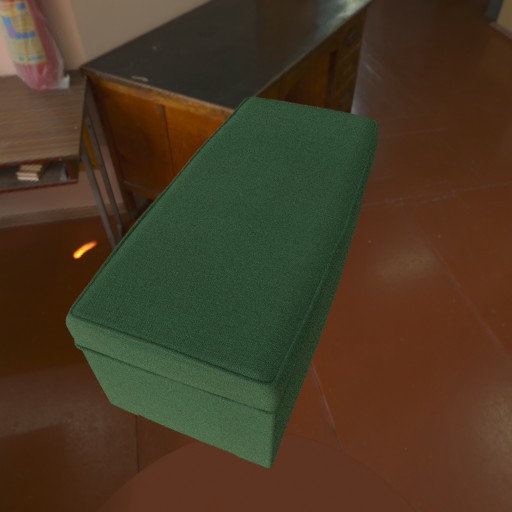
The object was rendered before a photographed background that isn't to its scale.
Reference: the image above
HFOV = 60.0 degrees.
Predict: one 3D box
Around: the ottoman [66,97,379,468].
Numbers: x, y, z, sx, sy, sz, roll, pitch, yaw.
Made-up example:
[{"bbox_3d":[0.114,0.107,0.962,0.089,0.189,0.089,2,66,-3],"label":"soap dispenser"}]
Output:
[{"bbox_3d":[0.000,0.000,1.234,0.483,0.471,0.957,16,49,14],"label":"ottoman"}]
